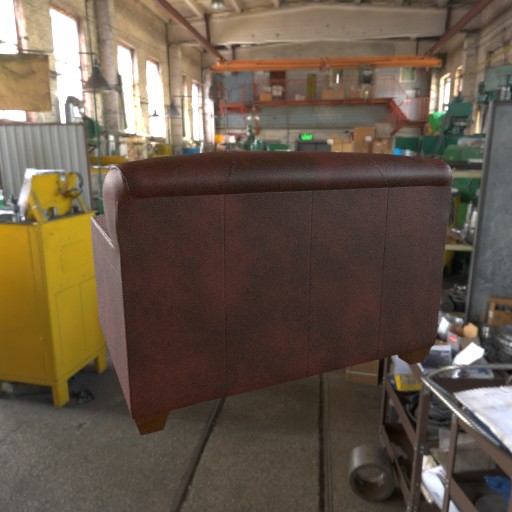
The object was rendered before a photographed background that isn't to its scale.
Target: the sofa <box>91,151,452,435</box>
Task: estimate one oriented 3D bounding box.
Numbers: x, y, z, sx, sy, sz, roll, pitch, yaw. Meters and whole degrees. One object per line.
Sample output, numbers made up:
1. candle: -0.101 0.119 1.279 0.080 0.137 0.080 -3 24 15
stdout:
1. sofa: 0.000 0.000 2.078 1.413 0.956 1.000 -6 14 -25
